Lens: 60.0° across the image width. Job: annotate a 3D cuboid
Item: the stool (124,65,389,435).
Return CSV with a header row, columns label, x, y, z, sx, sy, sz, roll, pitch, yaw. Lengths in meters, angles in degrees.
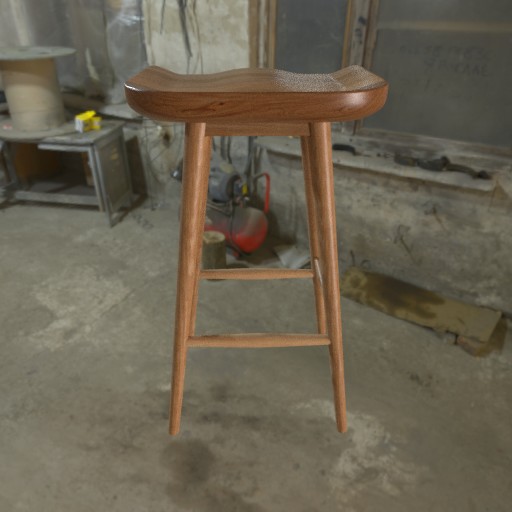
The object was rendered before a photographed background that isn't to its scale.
label,x,y,z,sx,sy,sz,roll,pitch,yaw
stool,0.000,0.000,0.916,0.407,0.698,0.322,0,30,-1
